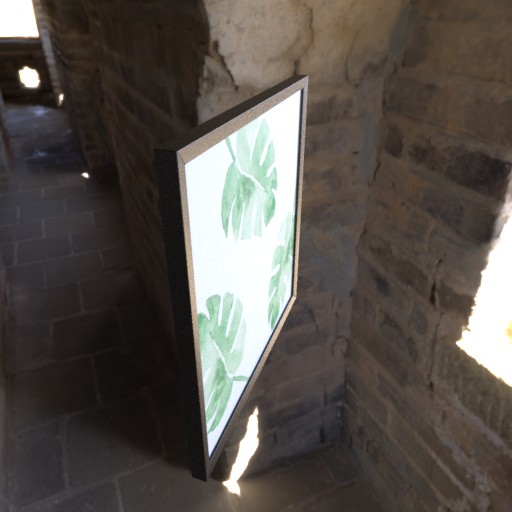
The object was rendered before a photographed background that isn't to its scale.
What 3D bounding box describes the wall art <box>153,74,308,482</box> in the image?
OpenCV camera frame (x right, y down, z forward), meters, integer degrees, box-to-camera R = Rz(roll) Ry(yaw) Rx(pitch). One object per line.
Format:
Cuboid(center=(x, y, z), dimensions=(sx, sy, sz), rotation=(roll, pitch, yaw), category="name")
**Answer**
Cuboid(center=(0.000, 0.000, 1.132), dimensions=(0.038, 0.765, 0.765), rotation=(10, 32, 17), category="wall art")
